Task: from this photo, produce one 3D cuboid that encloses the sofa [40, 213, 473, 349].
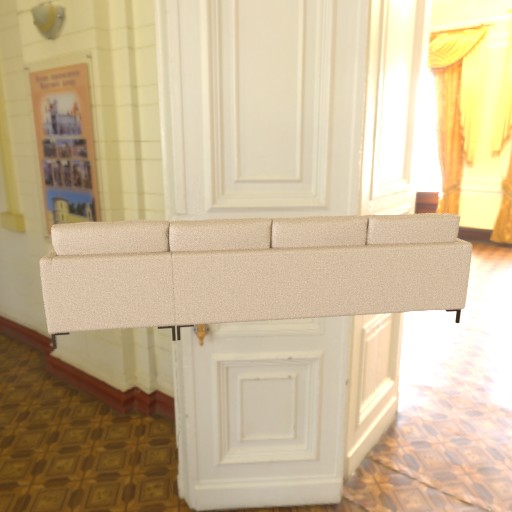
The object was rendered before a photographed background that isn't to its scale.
[{"bbox_3d":[0.000,0.000,3.331,2.731,0.755,1.258,-2,15,-8],"label":"sofa"}]
